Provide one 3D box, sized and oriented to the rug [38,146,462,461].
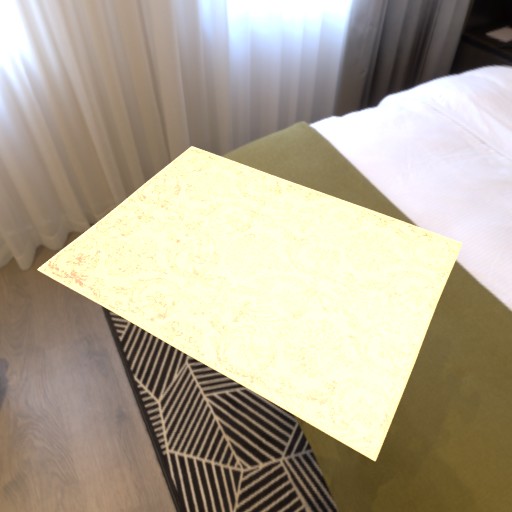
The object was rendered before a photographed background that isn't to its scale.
[{"bbox_3d":[0.000,0.000,2.826,2.202,0.014,1.598,24,51,21],"label":"rug"}]
